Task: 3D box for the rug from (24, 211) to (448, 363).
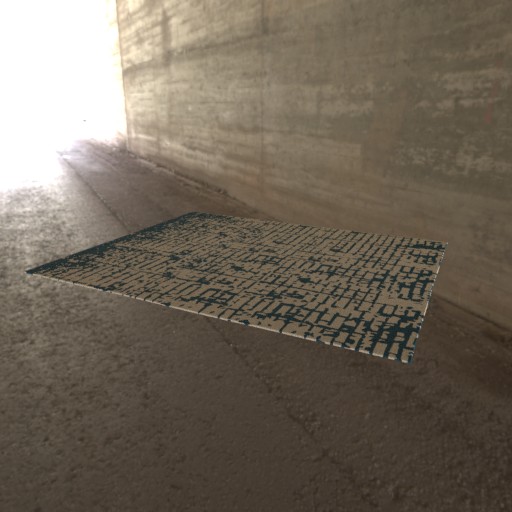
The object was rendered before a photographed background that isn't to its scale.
[{"bbox_3d":[0.000,0.000,3.983,3.017,0.014,2.416,9,21,25],"label":"rug"}]
